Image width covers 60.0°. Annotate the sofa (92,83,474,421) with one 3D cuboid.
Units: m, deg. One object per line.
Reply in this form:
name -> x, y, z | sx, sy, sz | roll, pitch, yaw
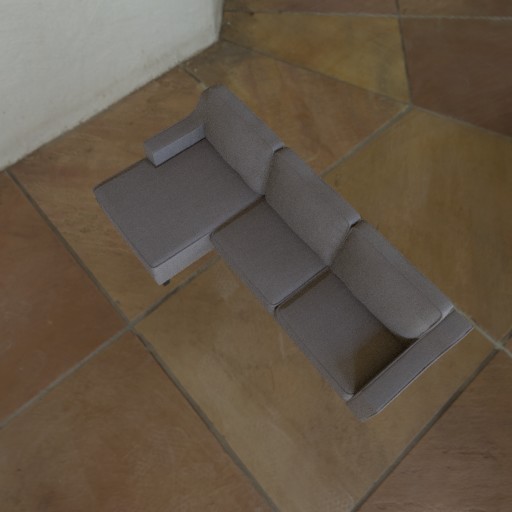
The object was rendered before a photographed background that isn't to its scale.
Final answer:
sofa -> 0.000, 0.000, 3.137 | 1.294, 0.928, 2.561 | -35, 69, -16
